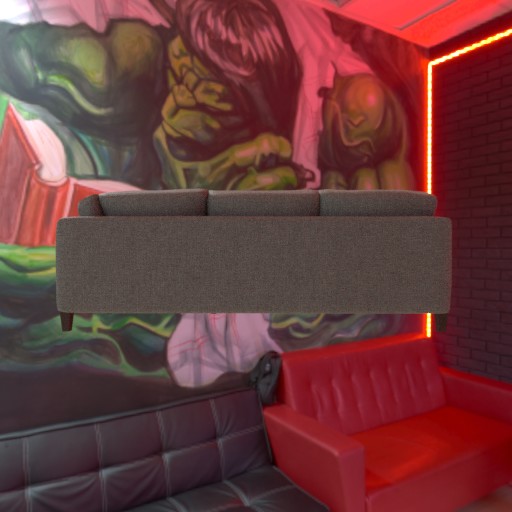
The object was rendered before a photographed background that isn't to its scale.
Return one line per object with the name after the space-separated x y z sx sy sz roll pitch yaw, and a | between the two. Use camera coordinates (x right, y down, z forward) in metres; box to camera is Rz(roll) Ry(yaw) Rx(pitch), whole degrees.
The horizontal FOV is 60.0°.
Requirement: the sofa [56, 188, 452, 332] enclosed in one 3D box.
0.000 0.000 4.465 2.593 0.947 3.302 0 1 1 | sofa
